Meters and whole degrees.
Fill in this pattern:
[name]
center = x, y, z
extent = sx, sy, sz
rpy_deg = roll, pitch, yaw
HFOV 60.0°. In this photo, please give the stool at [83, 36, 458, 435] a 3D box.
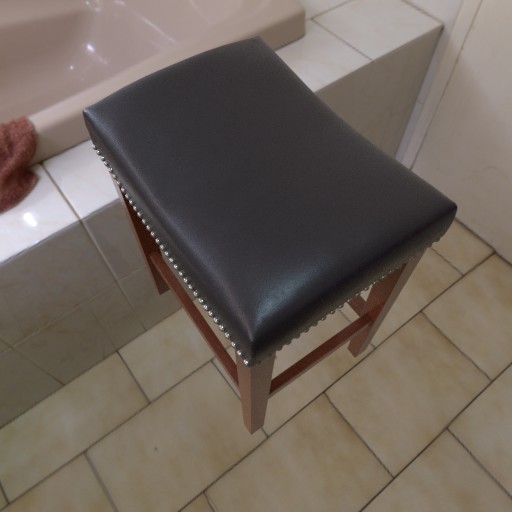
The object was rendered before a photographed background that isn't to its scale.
[stool]
center = 0.000, 0.000, 0.929
extent = 0.372, 0.654, 0.504
rpy_deg = -31, 64, -17
